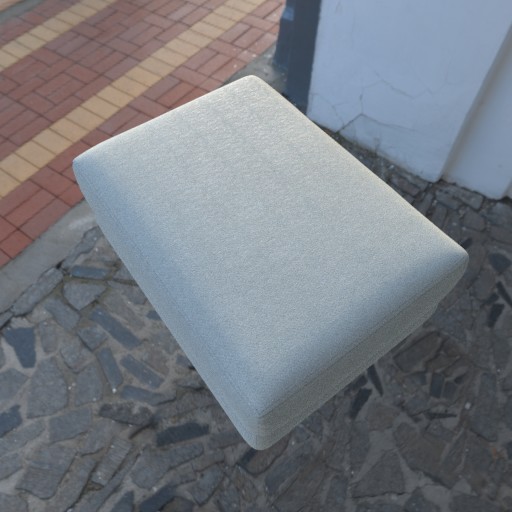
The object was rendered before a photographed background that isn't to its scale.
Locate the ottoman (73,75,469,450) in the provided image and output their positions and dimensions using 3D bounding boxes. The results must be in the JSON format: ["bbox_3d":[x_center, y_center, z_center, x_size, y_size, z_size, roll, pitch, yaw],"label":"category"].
[{"bbox_3d":[0.000,0.000,1.137,0.569,0.499,0.773,-32,63,-19],"label":"ottoman"}]
